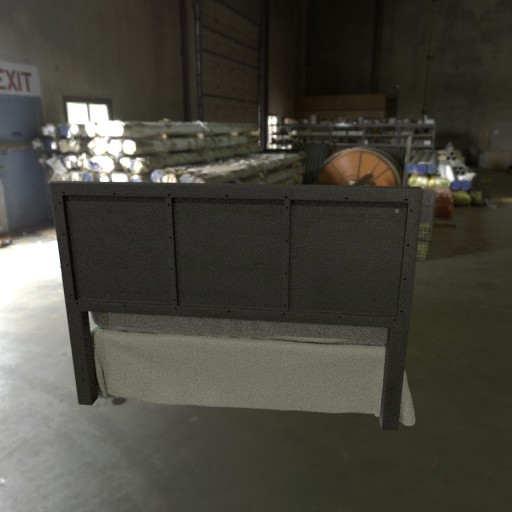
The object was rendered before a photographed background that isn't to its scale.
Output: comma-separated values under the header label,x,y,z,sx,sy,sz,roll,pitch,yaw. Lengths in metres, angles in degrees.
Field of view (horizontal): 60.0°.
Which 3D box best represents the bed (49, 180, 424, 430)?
label,x,y,z,sx,sy,sz,roll,pitch,yaw
bed,0.000,0.000,2.879,1.772,1.142,1.785,2,17,7
